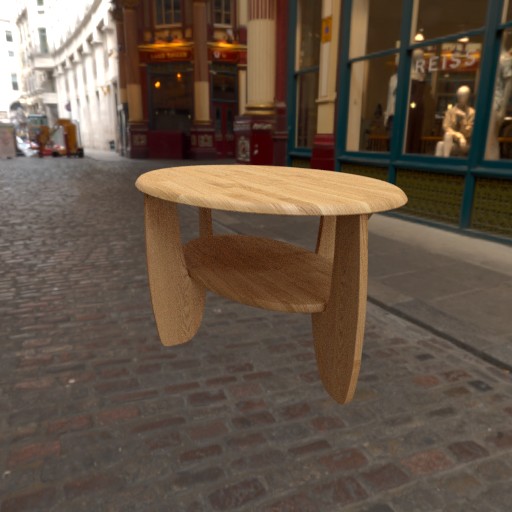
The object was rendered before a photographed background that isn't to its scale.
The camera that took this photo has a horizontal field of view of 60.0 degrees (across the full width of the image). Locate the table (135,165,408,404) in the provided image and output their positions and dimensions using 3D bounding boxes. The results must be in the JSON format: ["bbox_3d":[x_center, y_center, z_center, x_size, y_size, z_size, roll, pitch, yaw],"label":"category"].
[{"bbox_3d":[0.000,0.000,1.408,0.690,0.490,1.040,-8,18,-25],"label":"table"}]
